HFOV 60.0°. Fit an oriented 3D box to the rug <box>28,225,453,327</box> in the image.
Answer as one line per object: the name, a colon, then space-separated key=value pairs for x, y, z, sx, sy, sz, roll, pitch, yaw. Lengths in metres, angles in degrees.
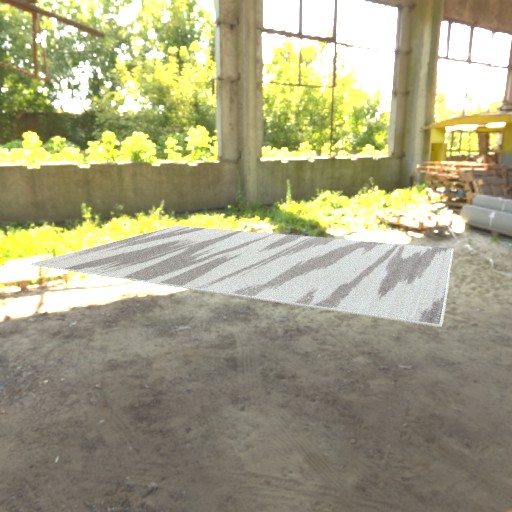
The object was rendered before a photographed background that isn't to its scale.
rug: x=0.000 y=0.000 z=2.270 sx=1.827 sy=0.008 sz=1.225 roll=6 pitch=15 yaw=24
